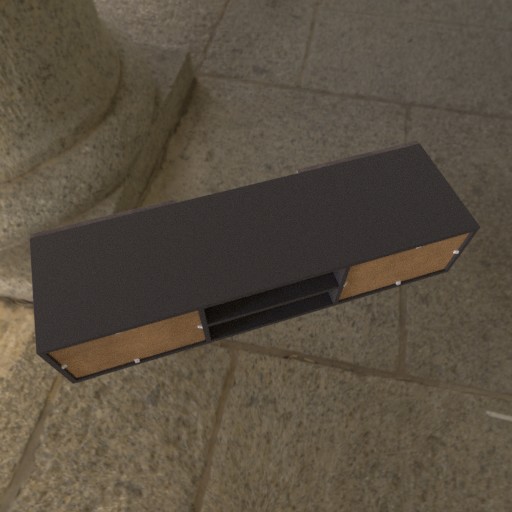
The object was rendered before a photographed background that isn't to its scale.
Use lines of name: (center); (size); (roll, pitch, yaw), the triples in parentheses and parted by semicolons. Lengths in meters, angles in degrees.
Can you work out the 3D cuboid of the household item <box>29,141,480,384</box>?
household item: (0.000, 0.000, 1.566); (1.400, 0.310, 0.420); (-15, 59, -9)
